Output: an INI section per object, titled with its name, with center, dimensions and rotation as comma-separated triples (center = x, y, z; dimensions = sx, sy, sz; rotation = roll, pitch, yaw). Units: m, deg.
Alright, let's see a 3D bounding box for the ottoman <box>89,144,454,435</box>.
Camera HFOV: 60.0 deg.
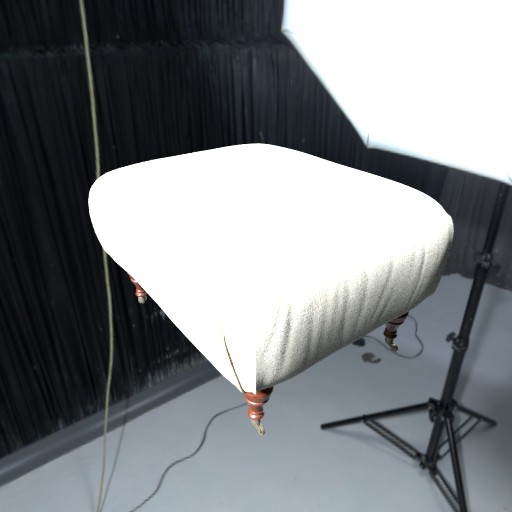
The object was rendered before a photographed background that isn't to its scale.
[ottoman]
center = 0.000, 0.000, 1.135
dimensions = 0.622, 0.450, 0.747
rotation = -20, 34, -32
